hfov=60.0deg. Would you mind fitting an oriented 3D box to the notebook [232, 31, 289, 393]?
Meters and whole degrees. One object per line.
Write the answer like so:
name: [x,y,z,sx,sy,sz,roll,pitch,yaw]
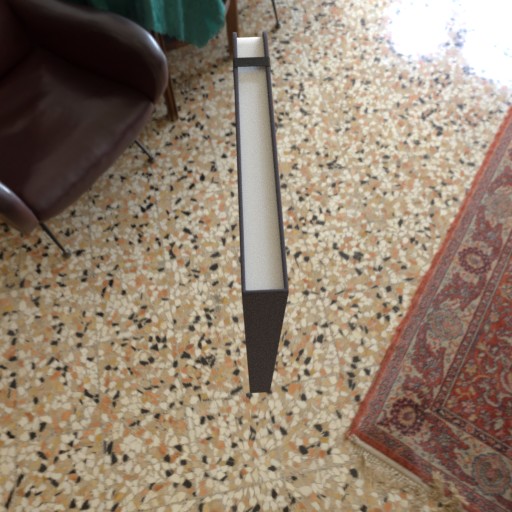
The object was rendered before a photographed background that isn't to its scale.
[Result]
notebook: [0.000,0.000,0.264,0.016,0.213,0.127,-2,65,-1]
